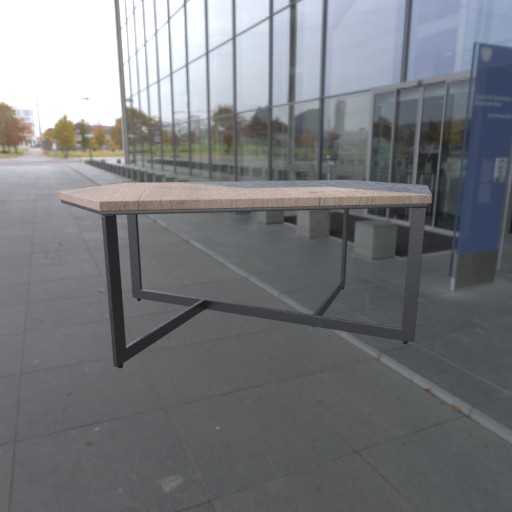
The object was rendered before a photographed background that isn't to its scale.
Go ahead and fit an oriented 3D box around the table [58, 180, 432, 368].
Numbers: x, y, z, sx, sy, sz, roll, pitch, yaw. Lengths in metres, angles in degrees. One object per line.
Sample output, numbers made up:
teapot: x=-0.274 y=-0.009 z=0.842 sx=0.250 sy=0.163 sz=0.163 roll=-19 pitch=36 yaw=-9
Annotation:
table: x=0.000 y=0.000 z=1.500 sx=1.219 sy=0.457 sz=0.609 roll=-2 pitch=14 yaw=-10
